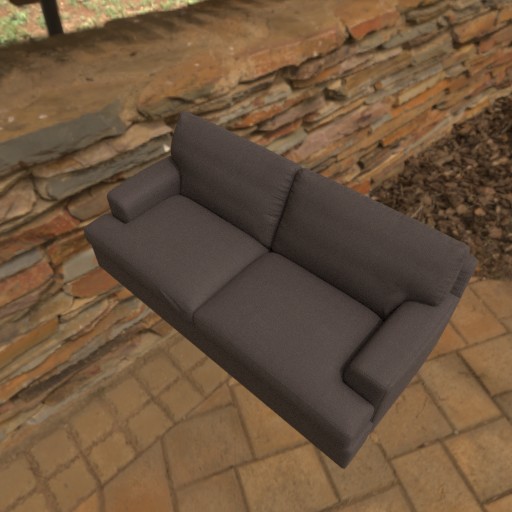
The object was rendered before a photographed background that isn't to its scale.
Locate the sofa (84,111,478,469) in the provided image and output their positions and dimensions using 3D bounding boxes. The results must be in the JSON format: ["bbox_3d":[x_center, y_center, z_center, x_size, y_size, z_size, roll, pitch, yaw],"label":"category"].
[{"bbox_3d":[0.000,0.000,2.788,2.271,0.950,1.140,32,54,28],"label":"sofa"}]
